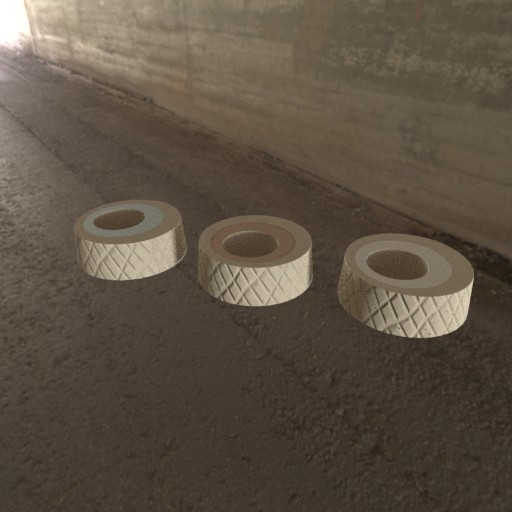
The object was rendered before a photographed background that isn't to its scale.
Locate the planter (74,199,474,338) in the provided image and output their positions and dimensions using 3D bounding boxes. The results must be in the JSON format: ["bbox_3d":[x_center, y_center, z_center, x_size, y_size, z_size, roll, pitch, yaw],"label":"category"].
[{"bbox_3d":[0.000,0.000,0.431,0.390,0.038,0.114,9,31,15],"label":"planter"}]
